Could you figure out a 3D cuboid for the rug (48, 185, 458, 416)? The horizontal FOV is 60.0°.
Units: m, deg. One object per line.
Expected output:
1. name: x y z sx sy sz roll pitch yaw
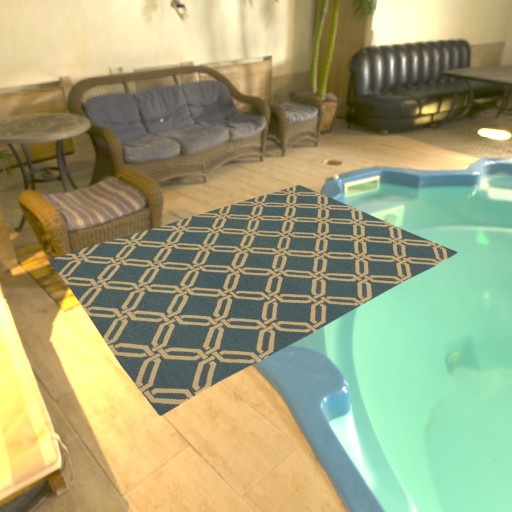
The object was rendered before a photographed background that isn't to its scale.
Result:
1. rug: 0.000 0.000 2.809 2.135 0.013 1.524 -21 36 -32
